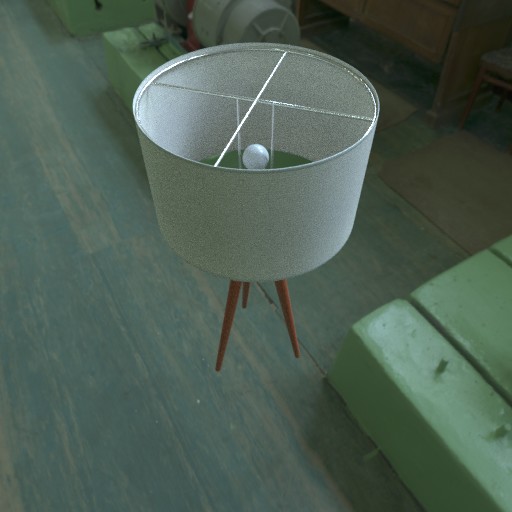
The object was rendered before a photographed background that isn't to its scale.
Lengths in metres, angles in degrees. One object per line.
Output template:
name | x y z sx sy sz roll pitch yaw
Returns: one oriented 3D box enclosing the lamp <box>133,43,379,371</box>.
lamp | 0.000 0.000 0.912 0.354 0.709 0.355 -25 53 -20
